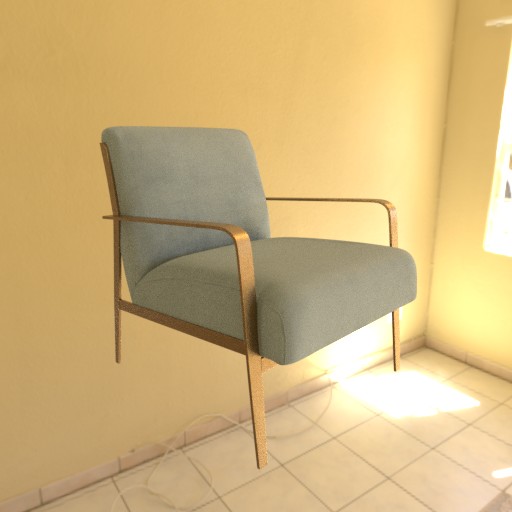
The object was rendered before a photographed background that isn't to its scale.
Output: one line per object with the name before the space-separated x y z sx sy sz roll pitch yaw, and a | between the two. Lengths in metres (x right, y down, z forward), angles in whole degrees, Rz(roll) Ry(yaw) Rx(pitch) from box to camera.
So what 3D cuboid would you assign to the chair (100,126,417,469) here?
chair | 0.000 0.000 1.441 0.701 0.824 0.842 -14 20 -43
